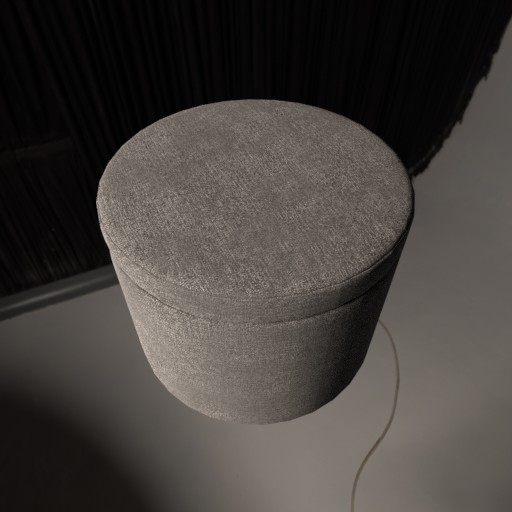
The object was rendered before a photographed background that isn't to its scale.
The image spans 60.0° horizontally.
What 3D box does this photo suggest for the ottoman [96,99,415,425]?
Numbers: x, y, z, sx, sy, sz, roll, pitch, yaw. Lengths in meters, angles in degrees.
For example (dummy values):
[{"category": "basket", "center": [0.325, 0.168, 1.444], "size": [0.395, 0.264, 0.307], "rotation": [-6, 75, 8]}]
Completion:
[{"category": "ottoman", "center": [0.000, 0.000, 0.845], "size": [0.500, 0.419, 0.500], "rotation": [0, 47, 0]}]
